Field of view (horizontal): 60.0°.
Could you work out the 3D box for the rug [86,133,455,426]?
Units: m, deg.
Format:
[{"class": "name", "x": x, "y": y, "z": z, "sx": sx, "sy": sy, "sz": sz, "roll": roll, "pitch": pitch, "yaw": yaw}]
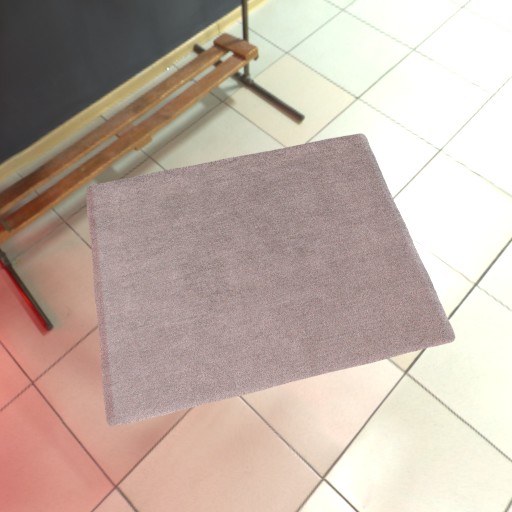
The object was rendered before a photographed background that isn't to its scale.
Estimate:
[{"class": "rug", "x": 0.000, "y": 0.000, "z": 4.043, "sx": 2.933, "sy": 0.027, "sz": 2.332, "roll": -12, "pitch": 64, "yaw": -6}]
